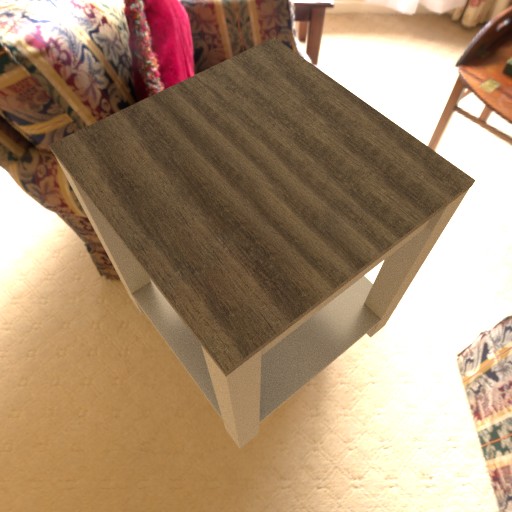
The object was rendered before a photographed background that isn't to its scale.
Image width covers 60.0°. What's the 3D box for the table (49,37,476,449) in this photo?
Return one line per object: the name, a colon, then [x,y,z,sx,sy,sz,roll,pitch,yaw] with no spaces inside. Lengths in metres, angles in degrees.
table: [0.000,0.000,0.985,0.504,0.587,0.506,-34,64,-19]
